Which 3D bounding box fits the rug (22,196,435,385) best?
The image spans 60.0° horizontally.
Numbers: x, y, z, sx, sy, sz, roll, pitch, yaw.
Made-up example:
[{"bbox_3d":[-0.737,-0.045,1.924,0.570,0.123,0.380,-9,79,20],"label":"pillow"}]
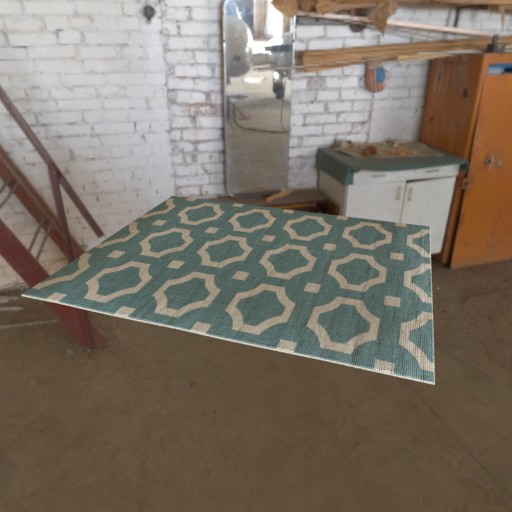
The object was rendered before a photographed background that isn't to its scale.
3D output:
[{"bbox_3d":[0.000,0.000,4.073,3.049,0.021,2.466,9,28,17],"label":"rug"}]
